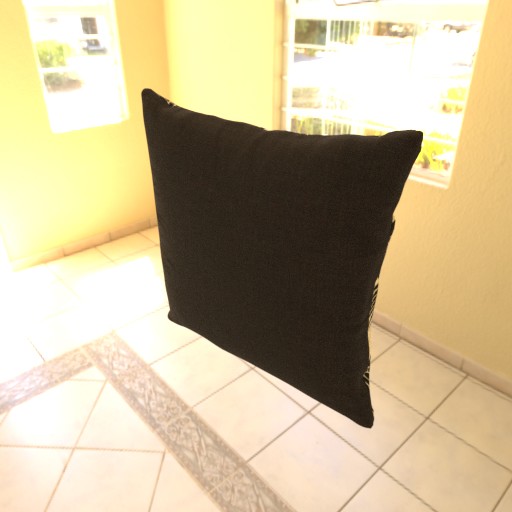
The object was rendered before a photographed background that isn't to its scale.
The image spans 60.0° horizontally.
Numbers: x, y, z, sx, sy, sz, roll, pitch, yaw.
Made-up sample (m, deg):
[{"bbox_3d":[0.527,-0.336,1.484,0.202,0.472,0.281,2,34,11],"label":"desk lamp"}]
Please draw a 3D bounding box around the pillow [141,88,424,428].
[{"bbox_3d":[0.000,0.000,0.659,0.432,0.432,0.139,21,36,32],"label":"pillow"}]
